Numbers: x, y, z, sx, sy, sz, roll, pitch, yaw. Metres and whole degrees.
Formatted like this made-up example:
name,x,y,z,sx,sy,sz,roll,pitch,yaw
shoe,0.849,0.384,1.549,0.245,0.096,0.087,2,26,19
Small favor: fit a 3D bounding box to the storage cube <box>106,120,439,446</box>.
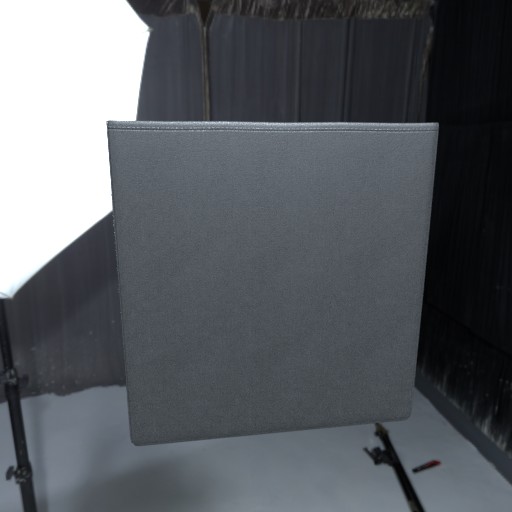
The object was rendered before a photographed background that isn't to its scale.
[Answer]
name,x,y,z,sx,sy,sz,roll,pitch,yaw
storage cube,0.000,0.000,0.505,0.270,0.280,0.270,-2,14,-8
